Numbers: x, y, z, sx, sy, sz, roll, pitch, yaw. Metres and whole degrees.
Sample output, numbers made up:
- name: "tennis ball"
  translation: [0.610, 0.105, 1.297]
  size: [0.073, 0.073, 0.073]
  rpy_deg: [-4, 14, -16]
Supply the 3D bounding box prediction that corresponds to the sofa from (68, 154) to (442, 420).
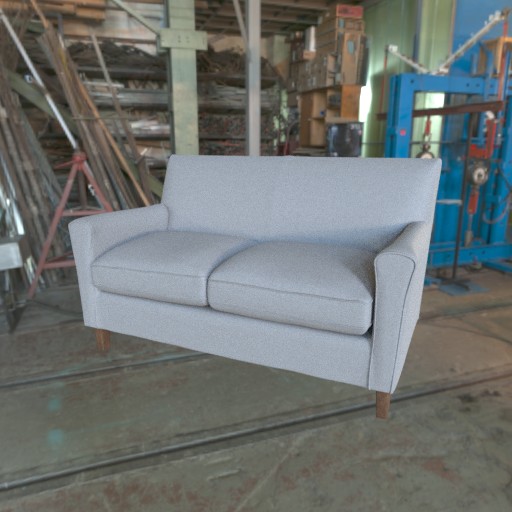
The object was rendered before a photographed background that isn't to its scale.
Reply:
- name: "sofa"
  translation: [0.000, 0.000, 2.060]
  size: [1.482, 0.890, 0.888]
  rpy_deg: [7, 16, 24]
